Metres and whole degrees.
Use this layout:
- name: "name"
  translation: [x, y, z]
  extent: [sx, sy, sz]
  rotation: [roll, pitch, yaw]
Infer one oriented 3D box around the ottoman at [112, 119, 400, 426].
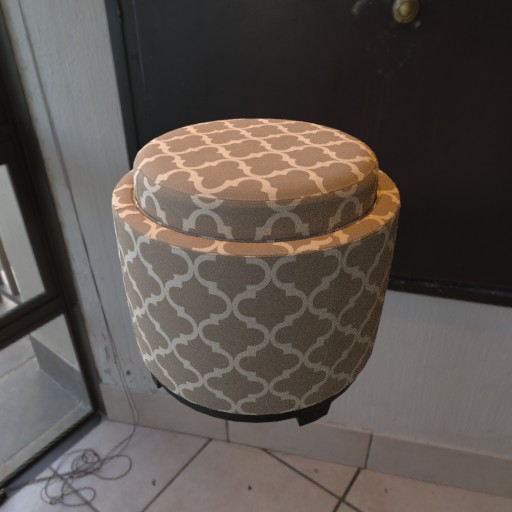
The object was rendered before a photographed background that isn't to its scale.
- name: "ottoman"
  translation: [0.000, 0.000, 0.825]
  extent: [0.480, 0.429, 0.480]
  rotation: [0, 32, 0]
